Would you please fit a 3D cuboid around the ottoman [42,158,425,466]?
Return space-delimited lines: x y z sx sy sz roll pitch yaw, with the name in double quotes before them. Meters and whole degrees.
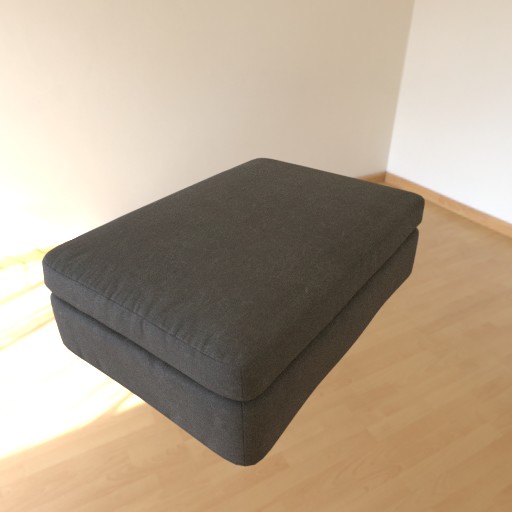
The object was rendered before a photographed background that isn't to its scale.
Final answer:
"ottoman" 0.000 0.000 1.609 0.840 0.429 1.199 21 37 31
